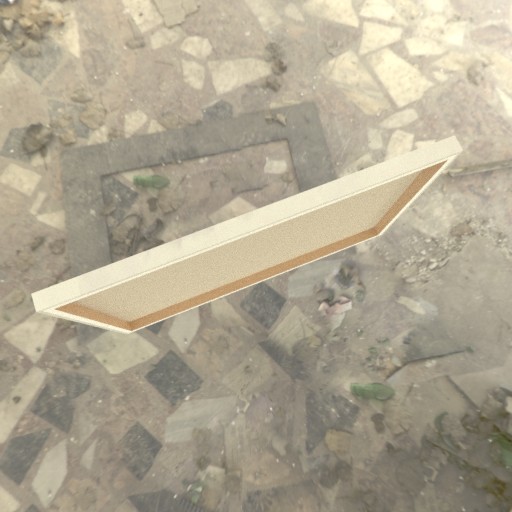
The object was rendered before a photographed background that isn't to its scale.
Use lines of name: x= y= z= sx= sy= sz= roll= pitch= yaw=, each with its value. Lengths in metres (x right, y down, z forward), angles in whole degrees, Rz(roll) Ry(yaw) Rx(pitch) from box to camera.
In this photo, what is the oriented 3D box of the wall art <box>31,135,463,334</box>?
wall art: x=0.000 y=0.000 z=1.185 sx=0.915 sy=0.610 sz=0.038 roll=-21 pitch=77 yaw=-5
